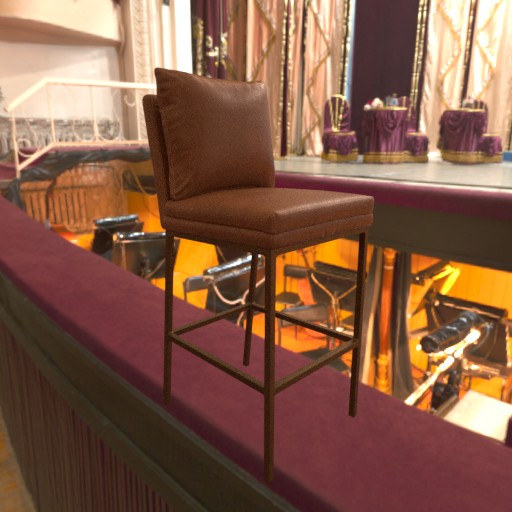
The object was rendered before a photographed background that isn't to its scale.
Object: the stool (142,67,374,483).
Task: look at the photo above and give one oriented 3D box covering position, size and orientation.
[{"bbox_3d":[0.000,0.000,1.424,0.571,1.124,0.463,14,20,43],"label":"stool"}]
